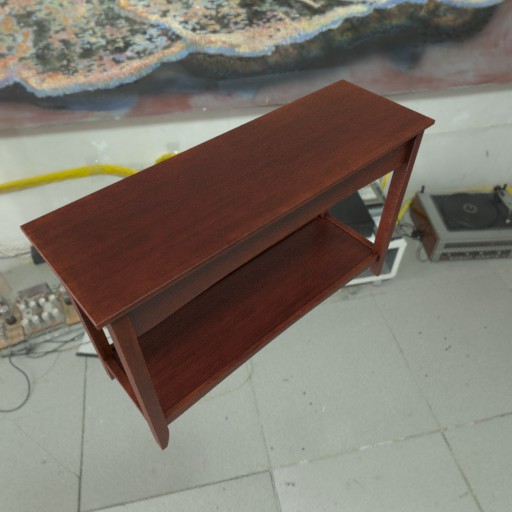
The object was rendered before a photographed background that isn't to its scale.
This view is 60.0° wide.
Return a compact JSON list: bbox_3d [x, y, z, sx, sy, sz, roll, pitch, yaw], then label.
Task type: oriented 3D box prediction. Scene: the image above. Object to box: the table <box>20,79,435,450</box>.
[{"bbox_3d":[0.000,0.000,1.511,1.188,0.739,0.392,-33,55,-27],"label":"table"}]
